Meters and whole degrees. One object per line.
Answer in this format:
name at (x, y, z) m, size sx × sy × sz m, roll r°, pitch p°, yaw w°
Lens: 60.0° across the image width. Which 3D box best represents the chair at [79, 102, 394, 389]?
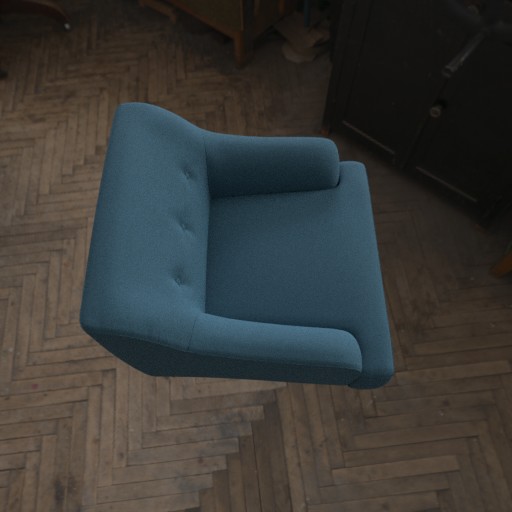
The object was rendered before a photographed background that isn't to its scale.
chair at (0.000, 0.000, 1.680) m, size 0.951 × 0.818 × 0.946 m, roll 0°, pitch 64°, yaw 0°
